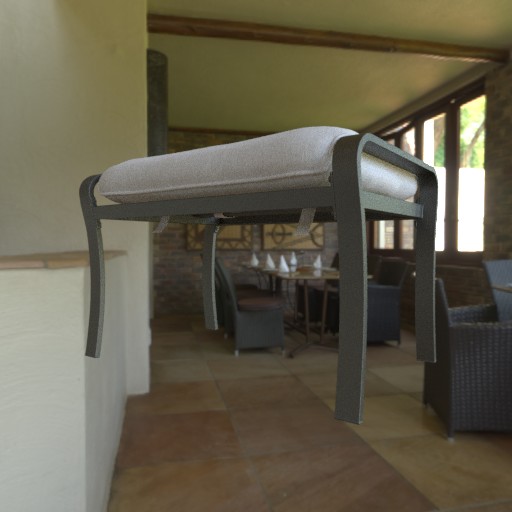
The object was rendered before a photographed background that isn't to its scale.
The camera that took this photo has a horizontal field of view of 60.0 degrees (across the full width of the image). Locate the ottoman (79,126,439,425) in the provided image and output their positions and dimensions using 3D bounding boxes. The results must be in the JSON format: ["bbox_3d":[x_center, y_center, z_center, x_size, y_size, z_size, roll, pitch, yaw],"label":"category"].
[{"bbox_3d":[0.000,0.000,0.902,0.610,0.422,0.406,1,2,36],"label":"ottoman"}]
